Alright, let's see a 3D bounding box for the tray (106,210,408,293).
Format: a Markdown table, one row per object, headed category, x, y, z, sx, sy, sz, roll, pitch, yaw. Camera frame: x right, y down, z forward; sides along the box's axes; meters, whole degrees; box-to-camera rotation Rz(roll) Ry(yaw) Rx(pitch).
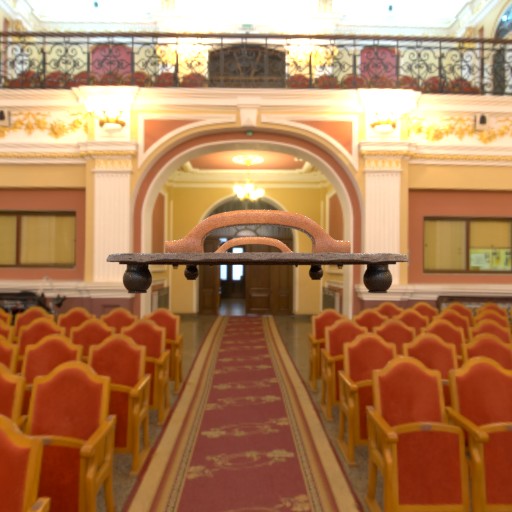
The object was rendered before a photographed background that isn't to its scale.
| category | x | y | z | sx | sy | sz | roll | pitch | yaw |
| --- | --- | --- | --- | --- | --- | --- | --- | --- | --- |
| tray | 0.000 | 0.000 | 0.486 | 0.231 | 0.062 | 0.387 | 0 | -1 | -1 |
